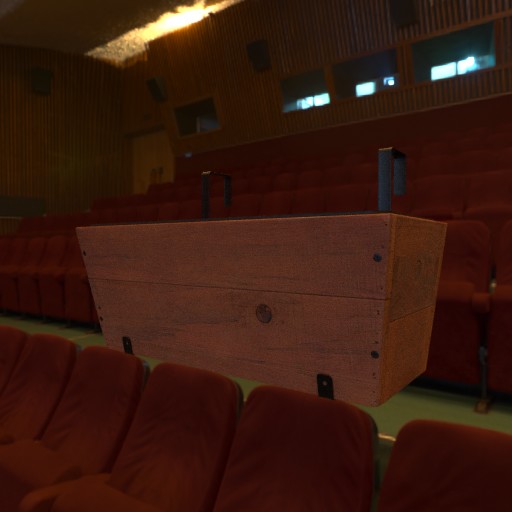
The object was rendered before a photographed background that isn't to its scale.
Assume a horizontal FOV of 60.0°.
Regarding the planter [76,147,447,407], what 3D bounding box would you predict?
[{"bbox_3d":[0.000,0.000,0.628,0.480,0.289,0.262,1,2,36],"label":"planter"}]
